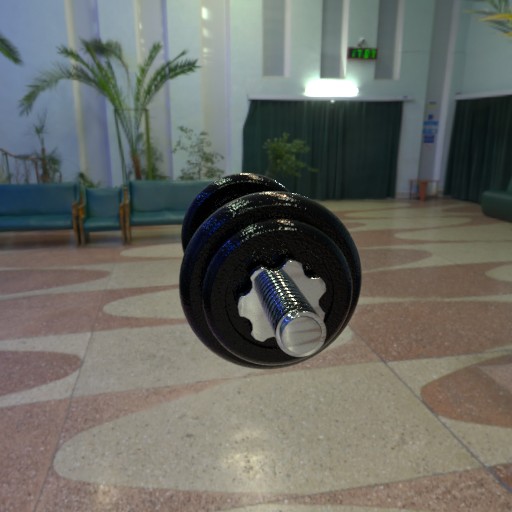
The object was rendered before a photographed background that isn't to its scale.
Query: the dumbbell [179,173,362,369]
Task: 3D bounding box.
[{"bbox_3d":[0.000,0.000,0.598,0.202,0.202,0.497,-2,15,-8],"label":"dumbbell"}]
